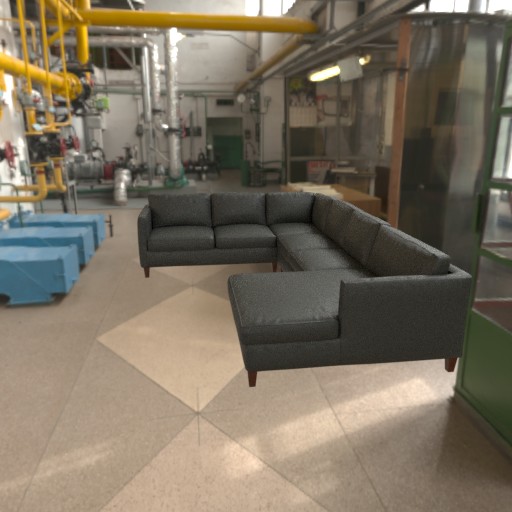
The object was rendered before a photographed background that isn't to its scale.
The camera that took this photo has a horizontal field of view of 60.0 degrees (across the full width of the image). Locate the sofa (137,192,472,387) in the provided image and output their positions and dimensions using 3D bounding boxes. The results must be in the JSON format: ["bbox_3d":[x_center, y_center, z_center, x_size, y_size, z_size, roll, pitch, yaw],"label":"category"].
[{"bbox_3d":[0.000,0.000,4.559,2.593,0.923,3.460,-2,16,-7],"label":"sofa"}]
